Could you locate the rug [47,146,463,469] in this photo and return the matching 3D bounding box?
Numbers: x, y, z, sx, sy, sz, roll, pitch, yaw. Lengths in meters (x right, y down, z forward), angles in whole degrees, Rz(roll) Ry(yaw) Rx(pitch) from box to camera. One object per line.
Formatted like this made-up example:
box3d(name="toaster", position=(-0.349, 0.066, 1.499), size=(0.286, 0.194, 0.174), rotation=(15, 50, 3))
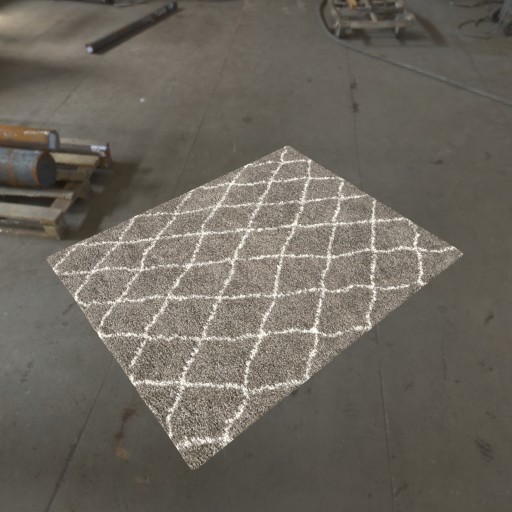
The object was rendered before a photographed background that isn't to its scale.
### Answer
box3d(name="rug", position=(0.000, 0.000, 4.133), size=(3.047, 0.029, 2.438), rotation=(-30, 53, -27))
